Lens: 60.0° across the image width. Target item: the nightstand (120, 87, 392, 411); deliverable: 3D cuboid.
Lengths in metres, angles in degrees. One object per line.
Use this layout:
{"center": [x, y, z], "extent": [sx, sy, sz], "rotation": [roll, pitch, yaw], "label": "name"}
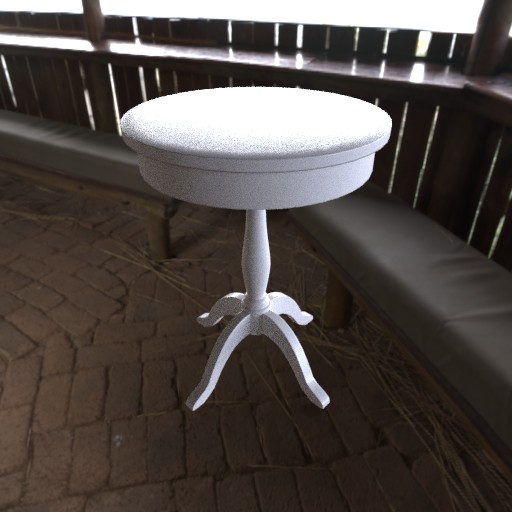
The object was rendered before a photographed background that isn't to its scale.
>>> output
{"center": [0.000, 0.000, 1.036], "extent": [0.513, 0.653, 0.513], "rotation": [-22, 38, -31], "label": "nightstand"}
